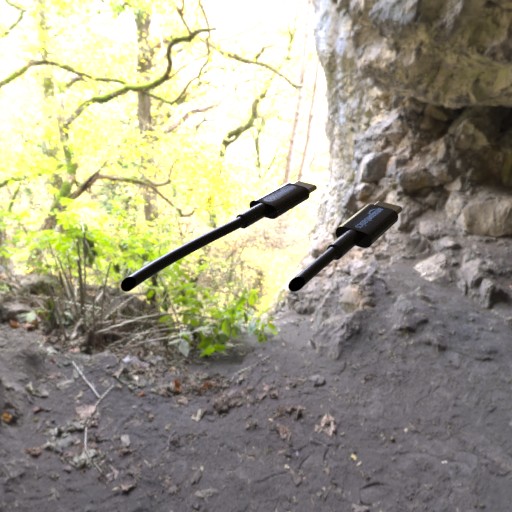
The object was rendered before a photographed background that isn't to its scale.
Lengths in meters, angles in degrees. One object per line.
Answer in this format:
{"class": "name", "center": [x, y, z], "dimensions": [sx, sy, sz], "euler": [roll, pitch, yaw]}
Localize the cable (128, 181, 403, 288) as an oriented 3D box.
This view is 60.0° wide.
{"class": "cable", "center": [0.000, 0.000, 0.111], "dimensions": [0.041, 0.005, 0.098], "euler": [21, 36, 31]}
